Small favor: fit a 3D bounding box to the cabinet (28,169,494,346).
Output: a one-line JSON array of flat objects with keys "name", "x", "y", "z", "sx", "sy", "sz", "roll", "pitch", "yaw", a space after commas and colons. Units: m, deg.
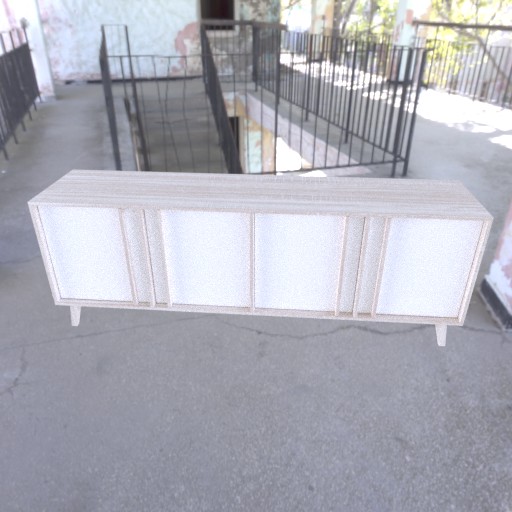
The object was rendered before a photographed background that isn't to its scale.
[{"name": "cabinet", "x": 0.000, "y": 0.000, "z": 2.493, "sx": 2.200, "sy": 0.780, "sz": 0.500, "roll": 2, "pitch": 29, "yaw": 4}]
